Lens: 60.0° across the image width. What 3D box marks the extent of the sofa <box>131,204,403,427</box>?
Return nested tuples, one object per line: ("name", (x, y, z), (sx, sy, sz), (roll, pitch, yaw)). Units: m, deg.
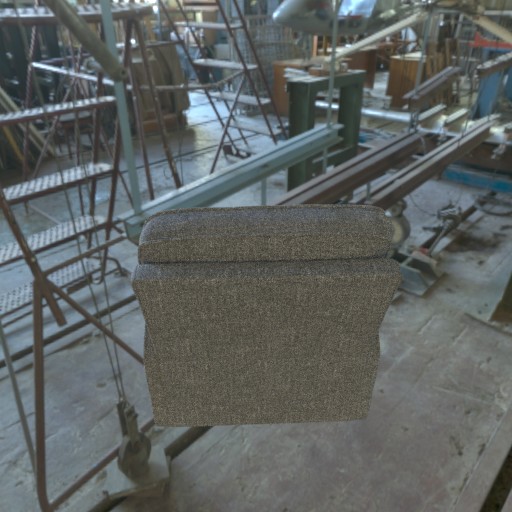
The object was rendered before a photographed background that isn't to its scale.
("sofa", (0.000, 0.000, 2.014), (0.861, 0.959, 1.472), (-1, 30, -2))
